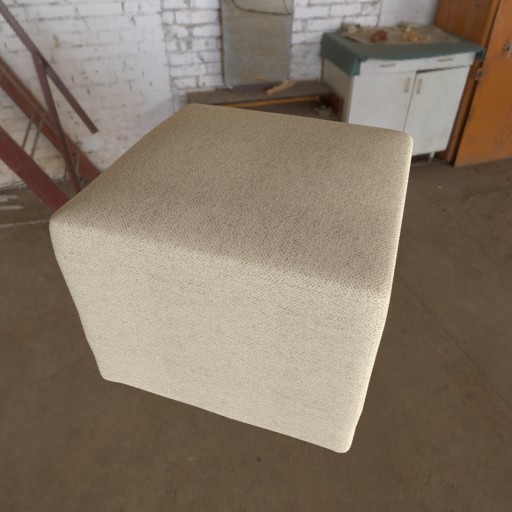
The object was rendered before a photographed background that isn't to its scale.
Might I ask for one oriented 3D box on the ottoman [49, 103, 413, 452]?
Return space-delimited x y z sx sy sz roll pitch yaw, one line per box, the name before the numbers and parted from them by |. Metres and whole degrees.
ottoman | 0.000 0.000 0.904 0.521 0.453 0.512 12 41 14
